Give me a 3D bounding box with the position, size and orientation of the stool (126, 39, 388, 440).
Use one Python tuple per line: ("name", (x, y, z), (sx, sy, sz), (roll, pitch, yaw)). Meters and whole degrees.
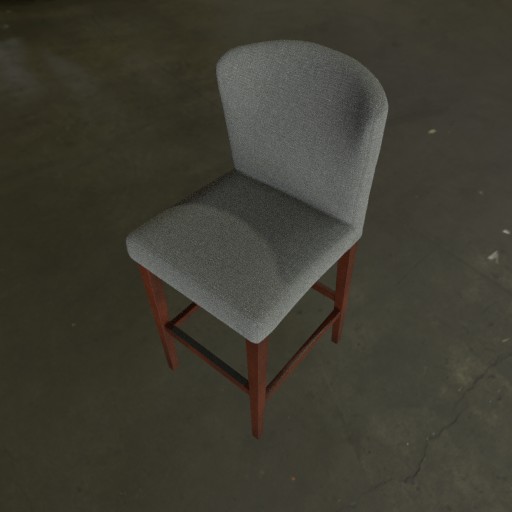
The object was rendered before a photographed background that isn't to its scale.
("stool", (0.000, 0.000, 1.337), (0.486, 1.069, 0.568), (30, 53, 26))
